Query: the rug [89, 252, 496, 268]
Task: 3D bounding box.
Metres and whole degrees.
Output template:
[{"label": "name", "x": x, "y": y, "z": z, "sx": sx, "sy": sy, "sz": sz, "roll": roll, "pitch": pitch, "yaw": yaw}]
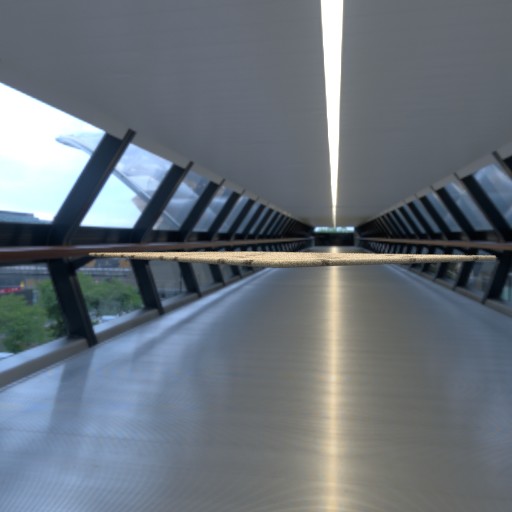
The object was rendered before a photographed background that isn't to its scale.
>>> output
[{"label": "rug", "x": 0.000, "y": 0.000, "z": 2.890, "sx": 1.501, "sy": 0.024, "sz": 2.348, "roll": -1, "pitch": 2, "yaw": -36}]
